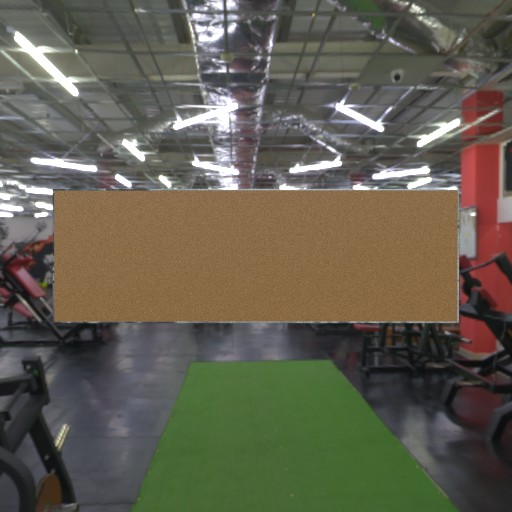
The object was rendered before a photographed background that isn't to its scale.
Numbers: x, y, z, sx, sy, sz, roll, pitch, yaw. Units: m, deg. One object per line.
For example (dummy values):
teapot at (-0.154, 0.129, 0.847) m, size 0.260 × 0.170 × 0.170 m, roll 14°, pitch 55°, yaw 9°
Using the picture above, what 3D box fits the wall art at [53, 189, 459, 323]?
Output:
wall art at (0.000, 0.000, 0.846) m, size 0.759 × 0.251 × 0.037 m, roll 0°, pitch 0°, yaw 0°
